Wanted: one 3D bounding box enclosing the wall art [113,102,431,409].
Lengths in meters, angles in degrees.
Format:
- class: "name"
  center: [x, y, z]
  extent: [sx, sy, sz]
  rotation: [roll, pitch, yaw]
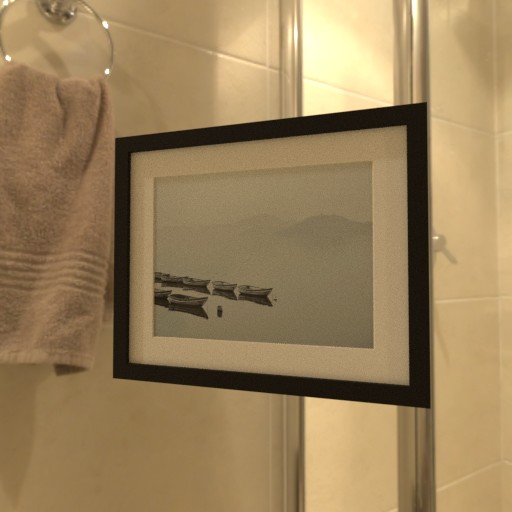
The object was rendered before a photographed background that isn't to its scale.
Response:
- class: "wall art"
  center: [0.000, 0.000, 0.547]
  extent: [0.397, 0.325, 0.028]
  rotation: [-1, -2, 19]
